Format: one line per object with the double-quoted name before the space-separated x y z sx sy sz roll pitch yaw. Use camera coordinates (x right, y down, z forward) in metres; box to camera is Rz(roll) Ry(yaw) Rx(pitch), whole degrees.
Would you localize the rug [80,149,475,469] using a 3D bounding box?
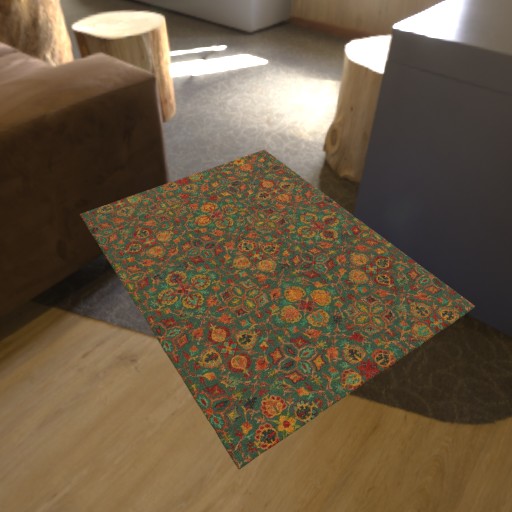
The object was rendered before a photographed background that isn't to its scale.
"rug" 0.000 0.000 4.312 2.434 0.025 3.204 -25 49 -24
